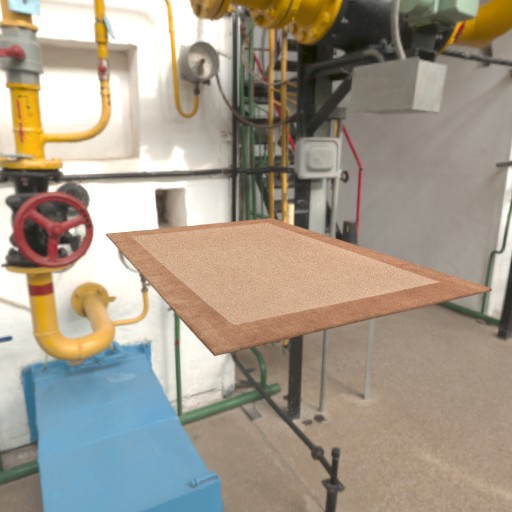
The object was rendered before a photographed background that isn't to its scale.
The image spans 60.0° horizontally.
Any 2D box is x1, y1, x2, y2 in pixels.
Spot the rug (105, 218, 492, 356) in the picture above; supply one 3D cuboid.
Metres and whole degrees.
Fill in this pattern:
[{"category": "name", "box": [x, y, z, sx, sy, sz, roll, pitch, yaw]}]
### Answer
[{"category": "rug", "box": [0.000, 0.000, 2.318, 1.219, 0.014, 1.829, -8, 17, -26]}]
